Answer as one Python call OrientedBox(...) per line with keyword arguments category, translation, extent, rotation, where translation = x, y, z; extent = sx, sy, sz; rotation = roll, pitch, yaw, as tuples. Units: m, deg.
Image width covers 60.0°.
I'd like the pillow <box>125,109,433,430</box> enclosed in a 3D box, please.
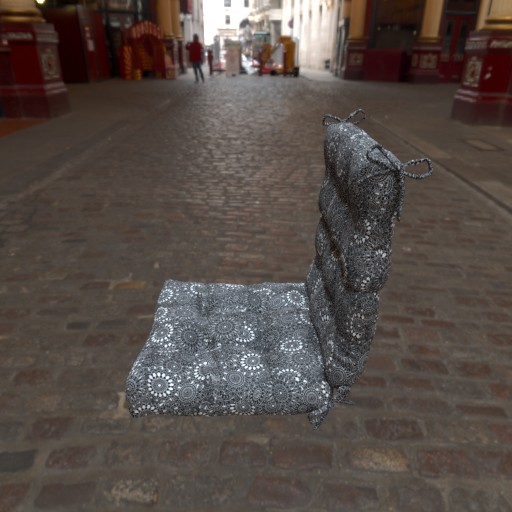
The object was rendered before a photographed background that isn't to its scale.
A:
OrientedBox(category="pillow", translation=(0.000, 0.000, 1.040), extent=(0.571, 0.605, 0.519), rotation=(0, 26, 0))
